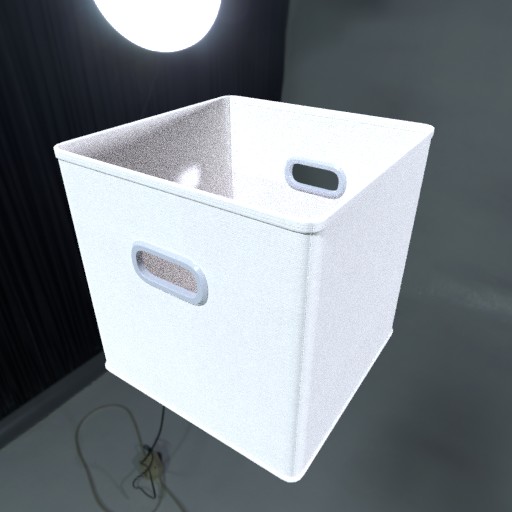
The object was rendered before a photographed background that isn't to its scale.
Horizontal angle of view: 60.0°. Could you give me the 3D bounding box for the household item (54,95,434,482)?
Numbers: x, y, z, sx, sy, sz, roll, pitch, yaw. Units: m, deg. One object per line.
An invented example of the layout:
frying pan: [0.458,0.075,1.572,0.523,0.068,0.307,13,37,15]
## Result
household item: [0.000,0.000,0.557,0.305,0.305,0.305,20,36,29]
